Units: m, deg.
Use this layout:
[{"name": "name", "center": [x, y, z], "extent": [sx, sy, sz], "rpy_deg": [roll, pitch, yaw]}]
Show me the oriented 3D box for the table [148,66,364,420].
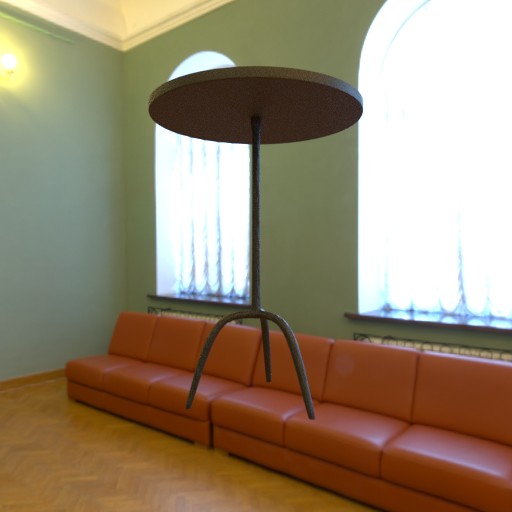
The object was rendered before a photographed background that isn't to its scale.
[{"name": "table", "center": [0.000, 0.000, 1.066], "extent": [0.502, 0.700, 0.502], "rpy_deg": [0, 0, 37]}]
